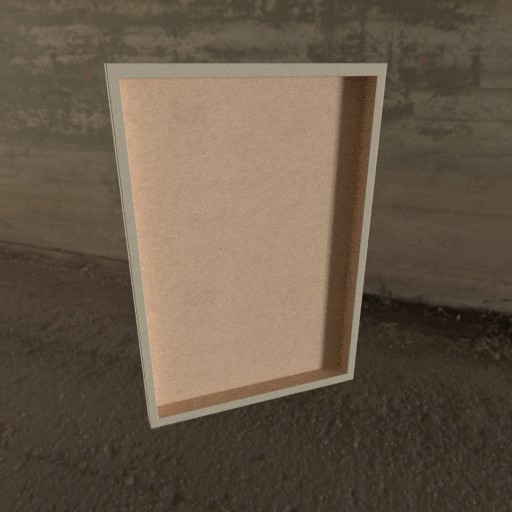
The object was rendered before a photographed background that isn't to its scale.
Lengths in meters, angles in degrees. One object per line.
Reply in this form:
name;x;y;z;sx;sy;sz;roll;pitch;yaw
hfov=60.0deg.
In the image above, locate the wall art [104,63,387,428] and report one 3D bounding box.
wall art;0.000;0.000;0.763;0.418;0.608;0.038;-8;25;-18
